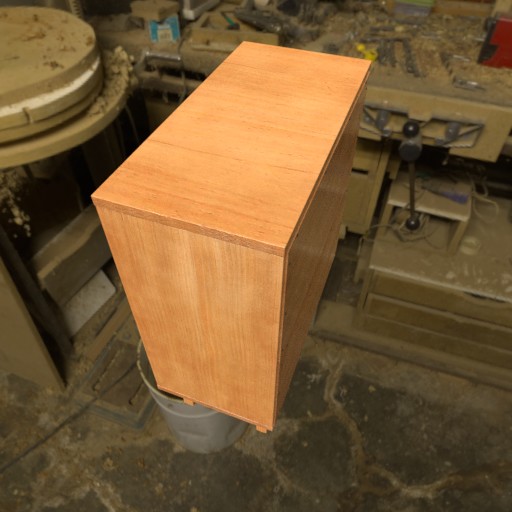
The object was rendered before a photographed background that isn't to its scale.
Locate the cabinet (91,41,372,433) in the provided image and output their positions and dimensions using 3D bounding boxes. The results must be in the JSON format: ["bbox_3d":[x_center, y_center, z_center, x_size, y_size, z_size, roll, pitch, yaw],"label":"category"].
[{"bbox_3d":[0.000,0.000,1.434,0.419,1.001,0.800,15,49,14],"label":"cabinet"}]
